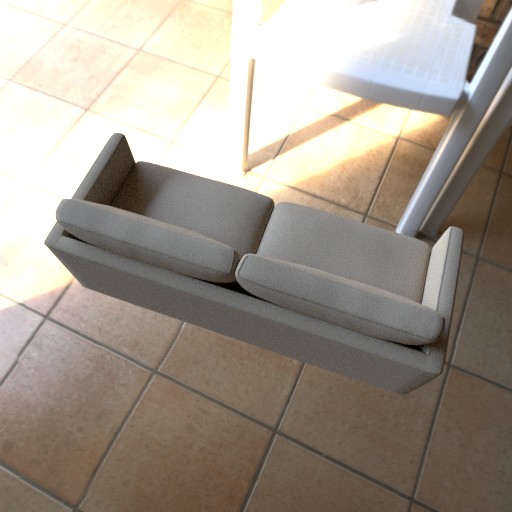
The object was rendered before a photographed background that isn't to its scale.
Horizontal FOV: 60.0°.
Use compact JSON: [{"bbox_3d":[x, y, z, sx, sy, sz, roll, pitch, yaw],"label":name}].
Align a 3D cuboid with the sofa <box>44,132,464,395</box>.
[{"bbox_3d":[0.000,0.000,2.870,2.361,0.968,0.951,17,65,8],"label":"sofa"}]
